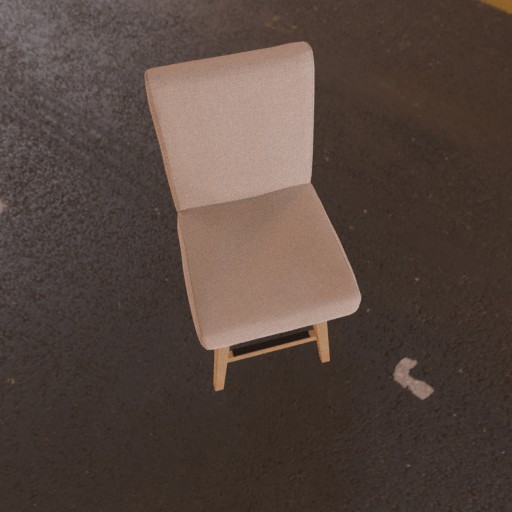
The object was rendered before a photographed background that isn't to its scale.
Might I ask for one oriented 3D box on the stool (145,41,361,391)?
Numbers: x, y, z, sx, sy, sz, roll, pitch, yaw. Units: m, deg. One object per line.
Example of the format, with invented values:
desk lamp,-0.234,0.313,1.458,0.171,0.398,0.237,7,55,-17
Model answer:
stool,0.000,0.000,1.323,0.446,1.015,0.543,-13,64,-6
